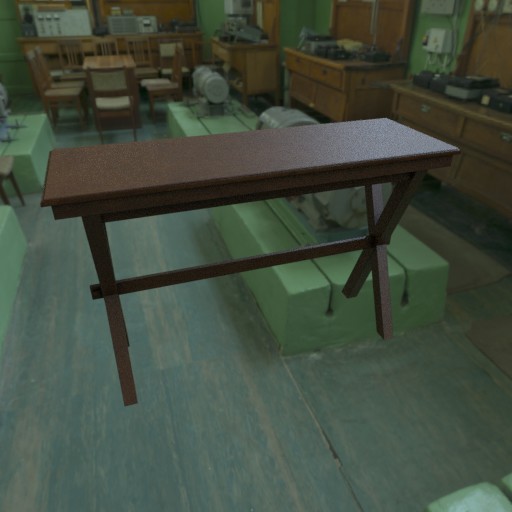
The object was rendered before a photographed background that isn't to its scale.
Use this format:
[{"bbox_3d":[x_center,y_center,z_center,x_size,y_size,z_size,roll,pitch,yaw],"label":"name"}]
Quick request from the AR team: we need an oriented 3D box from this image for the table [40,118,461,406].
[{"bbox_3d":[0.000,0.000,1.549,1.197,0.763,0.399,-10,33,-16],"label":"table"}]
